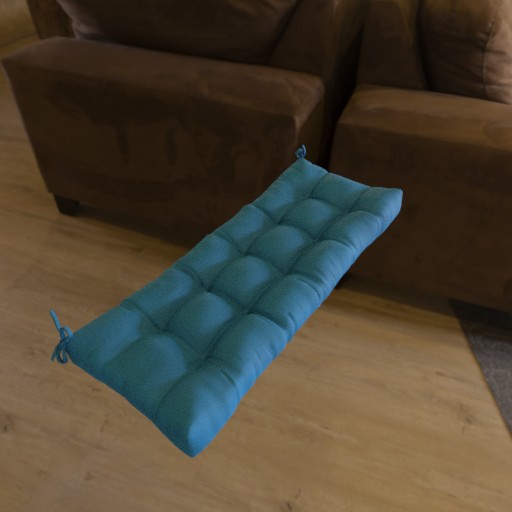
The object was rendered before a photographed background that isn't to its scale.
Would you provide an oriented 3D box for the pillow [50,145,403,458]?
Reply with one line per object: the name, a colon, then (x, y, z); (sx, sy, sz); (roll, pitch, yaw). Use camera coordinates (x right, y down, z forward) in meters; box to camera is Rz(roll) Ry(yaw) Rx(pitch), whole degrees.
pillow: (0.000, 0.000, 1.362); (0.511, 0.174, 1.194); (26, 48, 26)
